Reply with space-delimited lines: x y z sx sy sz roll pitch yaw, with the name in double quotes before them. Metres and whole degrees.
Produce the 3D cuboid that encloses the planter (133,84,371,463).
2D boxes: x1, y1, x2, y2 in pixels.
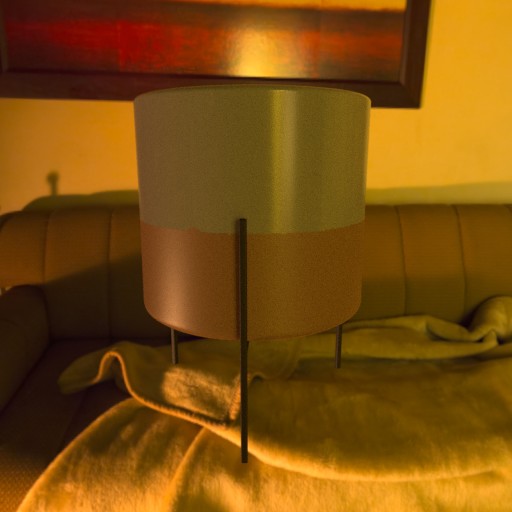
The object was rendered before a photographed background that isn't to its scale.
"planter" 0.000 0.000 0.720 0.360 0.480 0.348 -7 15 -26
